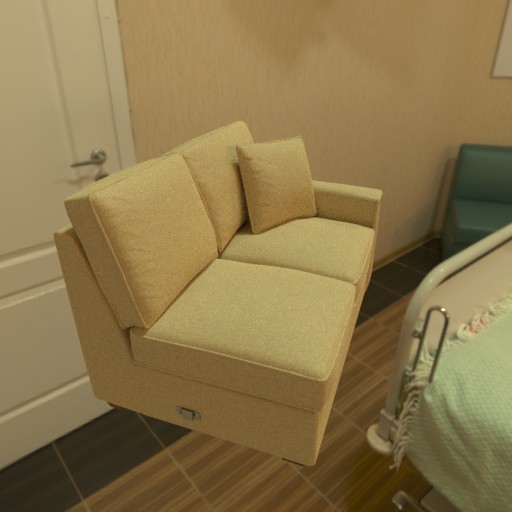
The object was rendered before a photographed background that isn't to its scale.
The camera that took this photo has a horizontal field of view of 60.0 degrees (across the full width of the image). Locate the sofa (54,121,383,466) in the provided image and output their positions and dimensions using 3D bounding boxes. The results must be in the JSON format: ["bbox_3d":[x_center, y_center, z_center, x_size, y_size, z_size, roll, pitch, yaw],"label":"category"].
[{"bbox_3d":[0.000,0.000,2.061,0.991,0.989,1.388,10,30,18],"label":"sofa"}]
